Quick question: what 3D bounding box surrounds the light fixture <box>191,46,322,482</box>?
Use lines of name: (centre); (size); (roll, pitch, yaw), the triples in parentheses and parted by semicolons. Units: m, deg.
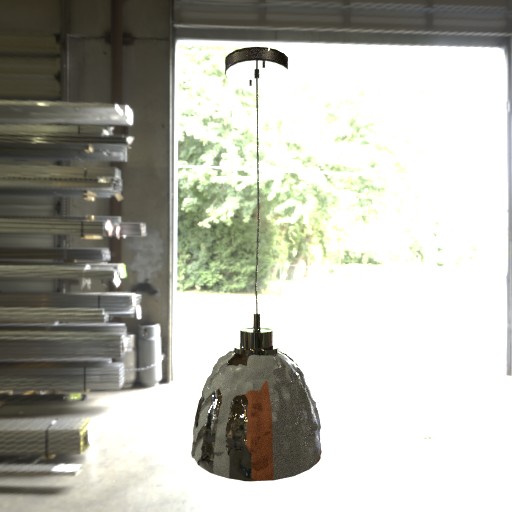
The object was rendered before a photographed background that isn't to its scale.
light fixture: (0.000, 0.000, 1.722); (0.500, 1.511, 0.496); (0, 0, -17)
